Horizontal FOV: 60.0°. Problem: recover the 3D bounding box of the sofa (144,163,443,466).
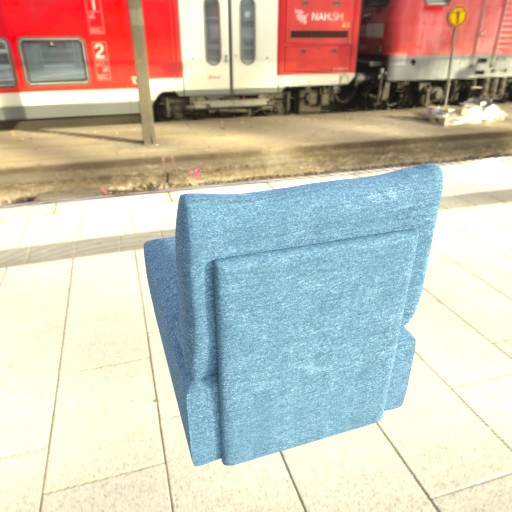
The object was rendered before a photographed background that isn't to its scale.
[{"bbox_3d":[0.000,0.000,1.558,0.700,0.820,1.000,-9,28,-17],"label":"sofa"}]
